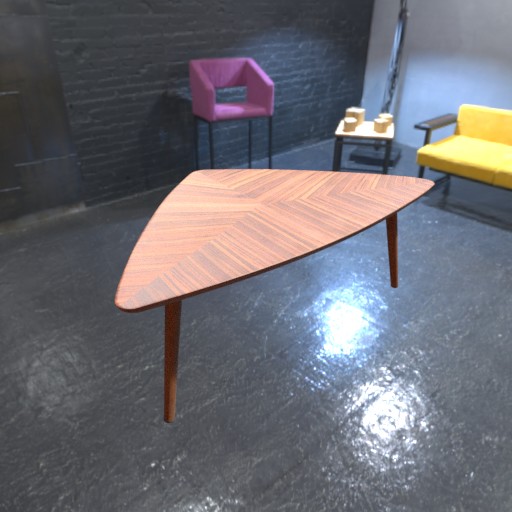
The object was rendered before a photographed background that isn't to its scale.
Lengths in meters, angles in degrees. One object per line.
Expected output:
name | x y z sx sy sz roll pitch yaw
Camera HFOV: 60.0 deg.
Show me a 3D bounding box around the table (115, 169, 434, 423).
table | 0.000 0.000 1.313 1.008 0.365 0.601 -22 37 -33
